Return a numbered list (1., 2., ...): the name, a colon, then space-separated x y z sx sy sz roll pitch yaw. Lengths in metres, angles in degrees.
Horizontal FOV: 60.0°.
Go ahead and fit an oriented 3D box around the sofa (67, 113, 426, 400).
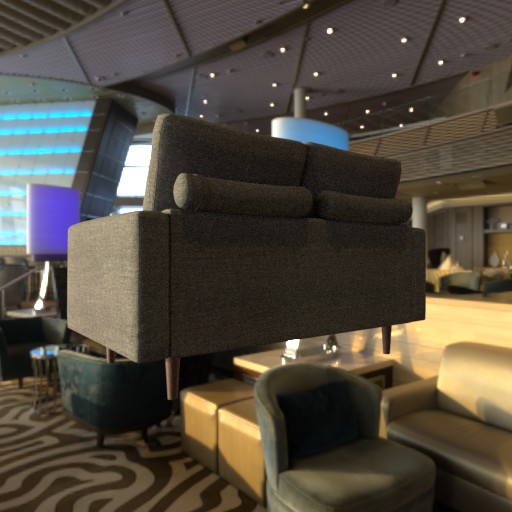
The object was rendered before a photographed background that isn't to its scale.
1. sofa: 0.000 0.000 1.959 1.407 0.907 0.842 0 0 -36
